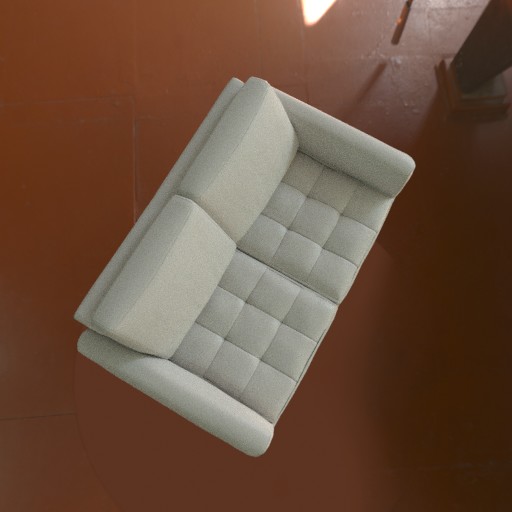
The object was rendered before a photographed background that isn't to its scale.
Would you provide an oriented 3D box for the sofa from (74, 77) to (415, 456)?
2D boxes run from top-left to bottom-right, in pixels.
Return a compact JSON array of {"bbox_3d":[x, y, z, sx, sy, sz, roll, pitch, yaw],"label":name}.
[{"bbox_3d":[0.000,0.000,2.473,1.121,0.930,1.819,29,78,7],"label":"sofa"}]
